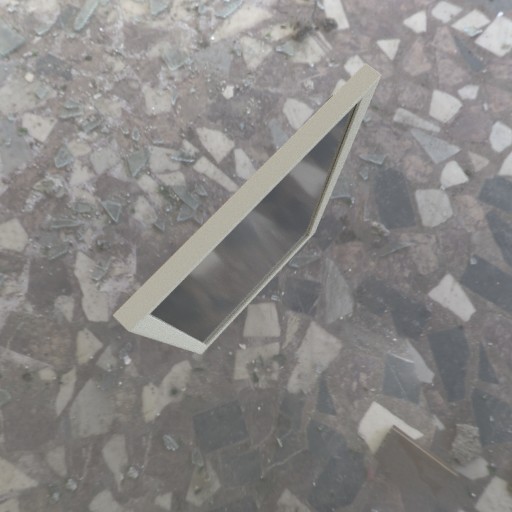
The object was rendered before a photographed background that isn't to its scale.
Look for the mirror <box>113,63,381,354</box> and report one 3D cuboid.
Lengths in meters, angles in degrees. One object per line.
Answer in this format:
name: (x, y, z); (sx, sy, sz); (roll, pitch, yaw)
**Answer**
mirror: (0.000, 0.000, 1.170); (0.041, 0.914, 0.609); (42, 79, 10)
